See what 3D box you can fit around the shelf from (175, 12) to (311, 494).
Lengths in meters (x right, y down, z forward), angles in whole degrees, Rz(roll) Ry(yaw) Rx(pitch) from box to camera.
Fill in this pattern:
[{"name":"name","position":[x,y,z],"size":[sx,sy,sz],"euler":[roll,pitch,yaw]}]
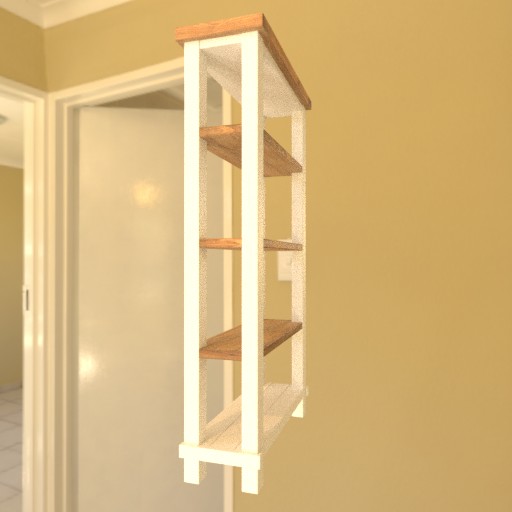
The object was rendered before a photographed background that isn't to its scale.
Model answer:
[{"name":"shelf","position":[0.000,0.000,2.251],"size":[0.381,1.878,1.022],"euler":[0,0,18]}]
